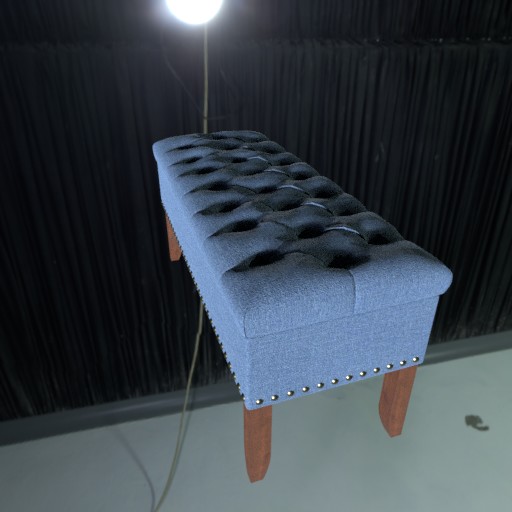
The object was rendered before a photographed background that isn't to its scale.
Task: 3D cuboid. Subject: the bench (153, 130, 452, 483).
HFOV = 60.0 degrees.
[{"bbox_3d":[0.000,0.000,1.285,0.417,0.492,1.052,-10,31,-16],"label":"bench"}]
